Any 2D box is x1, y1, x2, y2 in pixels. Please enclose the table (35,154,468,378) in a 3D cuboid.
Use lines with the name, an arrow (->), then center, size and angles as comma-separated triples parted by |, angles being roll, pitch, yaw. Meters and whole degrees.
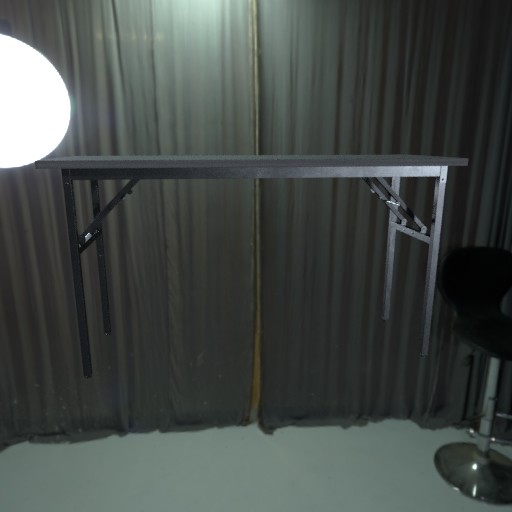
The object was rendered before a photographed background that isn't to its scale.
table -> 0.000, 0.000, 1.721 | 1.399, 0.750, 0.449 | -2, 15, -7
